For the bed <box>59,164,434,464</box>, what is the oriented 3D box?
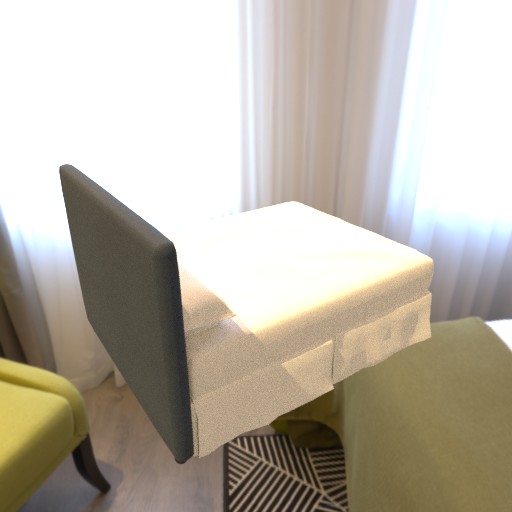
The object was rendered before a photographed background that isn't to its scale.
[{"bbox_3d":[0.000,0.000,3.207,2.162,1.330,1.713,-17,30,-31],"label":"bed"}]
